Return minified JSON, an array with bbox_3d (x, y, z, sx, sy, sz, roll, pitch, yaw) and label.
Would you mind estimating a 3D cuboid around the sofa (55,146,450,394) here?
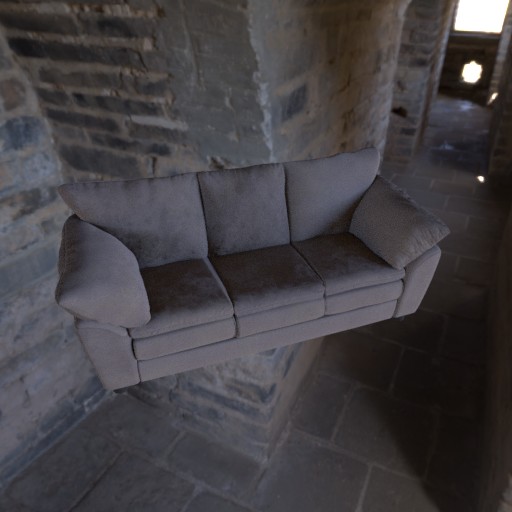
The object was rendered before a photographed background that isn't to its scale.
[{"bbox_3d":[0.000,0.000,2.881,2.336,1.073,0.878,-11,32,-17],"label":"sofa"}]
